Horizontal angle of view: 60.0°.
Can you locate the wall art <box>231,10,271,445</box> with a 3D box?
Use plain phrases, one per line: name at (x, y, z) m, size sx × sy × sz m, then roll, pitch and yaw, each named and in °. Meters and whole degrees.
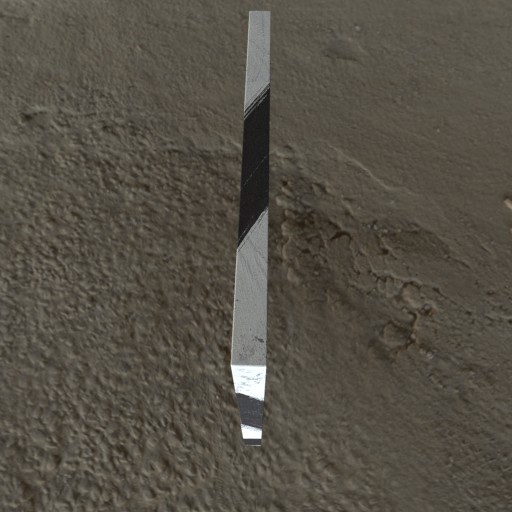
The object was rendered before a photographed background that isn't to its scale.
wall art at (0.000, 0.000, 1.083) m, size 0.046 × 0.765 × 0.765 m, roll 1°, pitch 60°, yaw 1°
